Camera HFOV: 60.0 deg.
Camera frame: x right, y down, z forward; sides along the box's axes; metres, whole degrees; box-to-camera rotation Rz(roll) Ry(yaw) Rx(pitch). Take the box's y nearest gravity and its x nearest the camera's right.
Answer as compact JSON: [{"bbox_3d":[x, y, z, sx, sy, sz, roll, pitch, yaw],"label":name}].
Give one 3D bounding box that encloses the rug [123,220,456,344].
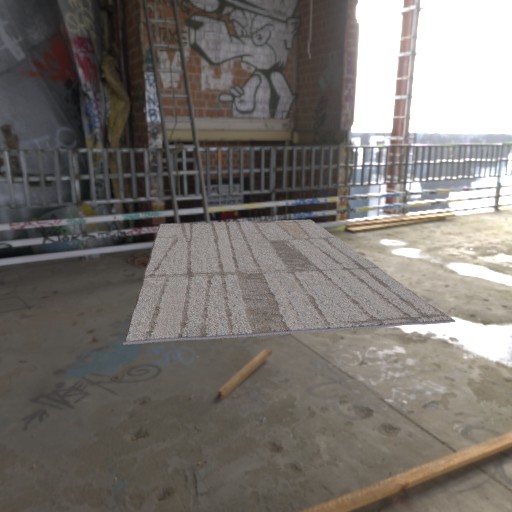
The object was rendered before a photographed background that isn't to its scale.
[{"bbox_3d":[0.000,0.000,1.078,0.515,0.007,0.867,-2,16,-8],"label":"rug"}]
